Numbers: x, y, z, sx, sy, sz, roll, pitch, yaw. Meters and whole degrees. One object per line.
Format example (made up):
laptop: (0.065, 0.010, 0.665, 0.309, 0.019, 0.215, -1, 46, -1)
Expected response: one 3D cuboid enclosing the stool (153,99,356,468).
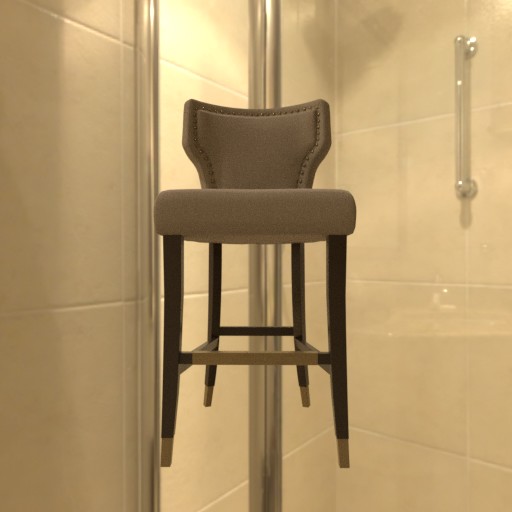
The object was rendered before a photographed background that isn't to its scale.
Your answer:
stool: (0.000, 0.000, 1.389, 0.526, 1.092, 0.563, 0, 0, 1)
